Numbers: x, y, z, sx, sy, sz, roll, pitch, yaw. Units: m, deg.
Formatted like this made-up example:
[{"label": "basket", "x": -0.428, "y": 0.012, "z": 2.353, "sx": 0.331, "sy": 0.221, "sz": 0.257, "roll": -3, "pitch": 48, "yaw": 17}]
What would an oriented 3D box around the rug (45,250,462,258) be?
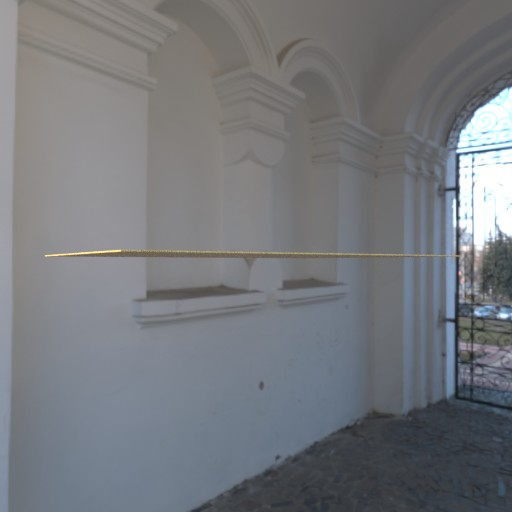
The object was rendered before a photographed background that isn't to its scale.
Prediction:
[{"label": "rug", "x": 0.000, "y": 0.000, "z": 2.917, "sx": 2.286, "sy": 0.006, "sz": 1.524, "roll": 1, "pitch": -1, "yaw": -35}]
